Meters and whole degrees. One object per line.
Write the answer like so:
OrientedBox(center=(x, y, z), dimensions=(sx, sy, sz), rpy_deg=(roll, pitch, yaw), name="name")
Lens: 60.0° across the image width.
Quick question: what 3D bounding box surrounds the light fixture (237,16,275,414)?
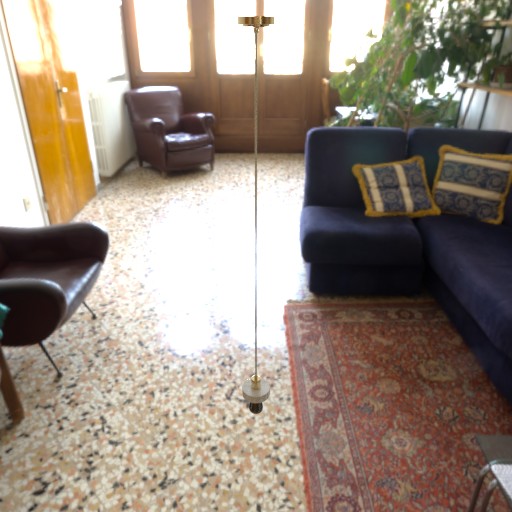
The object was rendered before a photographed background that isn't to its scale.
OrientedBox(center=(0.000, 0.000, 1.756), dimensions=(0.129, 1.669, 0.129), rpy_deg=(-17, 31, -31), name="light fixture")
